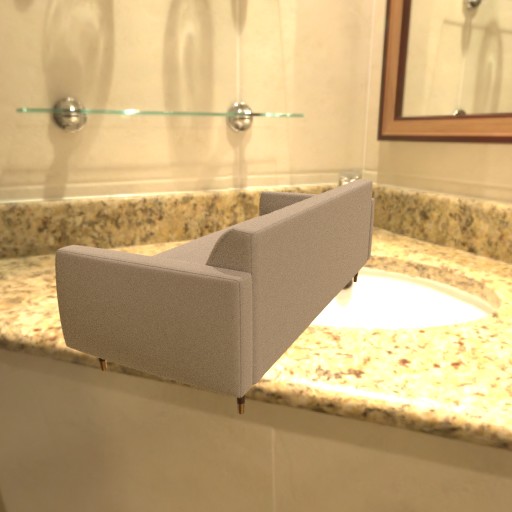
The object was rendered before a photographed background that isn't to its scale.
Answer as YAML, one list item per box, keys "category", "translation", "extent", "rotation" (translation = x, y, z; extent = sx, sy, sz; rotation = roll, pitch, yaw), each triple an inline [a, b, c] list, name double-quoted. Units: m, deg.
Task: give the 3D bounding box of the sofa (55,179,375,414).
- category: "sofa"
  translation: [0.000, 0.000, 2.805]
  extent: [0.990, 0.821, 2.291]
  rotation: [8, 18, 26]
